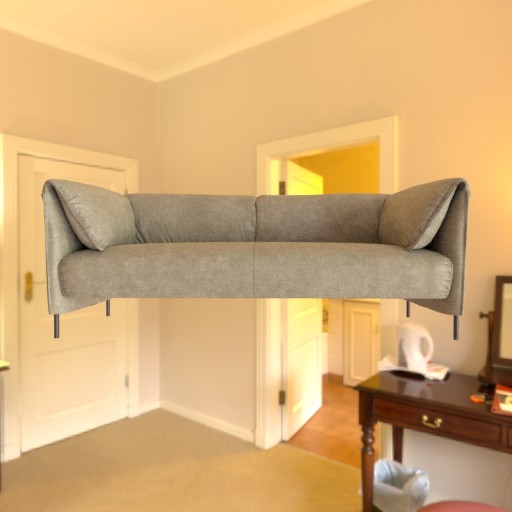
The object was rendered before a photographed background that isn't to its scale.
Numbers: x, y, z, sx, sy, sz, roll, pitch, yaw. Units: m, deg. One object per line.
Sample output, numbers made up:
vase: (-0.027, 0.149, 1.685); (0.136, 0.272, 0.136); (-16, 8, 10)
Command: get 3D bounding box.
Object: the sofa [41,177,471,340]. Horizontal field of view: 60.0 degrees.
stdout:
sofa: (0.000, 0.000, 2.343); (1.878, 0.747, 0.905); (0, 1, 1)
